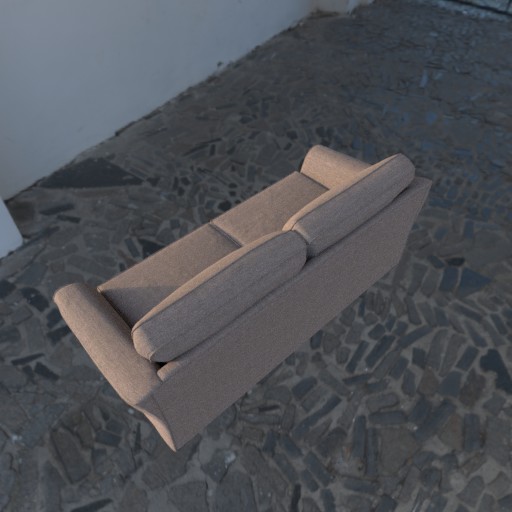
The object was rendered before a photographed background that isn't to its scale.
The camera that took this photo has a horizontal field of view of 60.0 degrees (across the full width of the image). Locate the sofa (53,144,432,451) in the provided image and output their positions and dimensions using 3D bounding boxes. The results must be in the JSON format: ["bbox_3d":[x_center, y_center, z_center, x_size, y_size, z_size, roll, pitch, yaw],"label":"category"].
[{"bbox_3d":[0.000,0.000,2.793,2.270,0.965,0.980,-34,55,-27],"label":"sofa"}]
